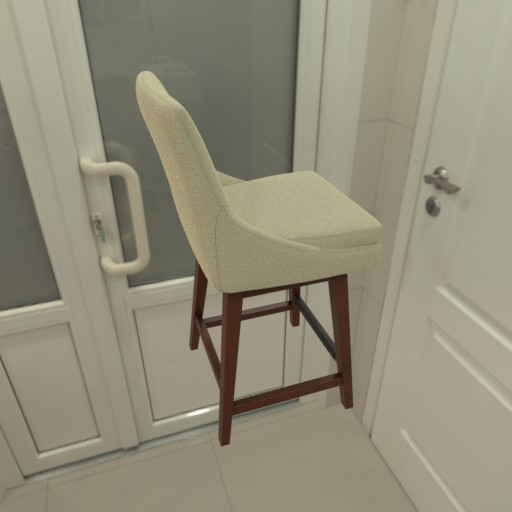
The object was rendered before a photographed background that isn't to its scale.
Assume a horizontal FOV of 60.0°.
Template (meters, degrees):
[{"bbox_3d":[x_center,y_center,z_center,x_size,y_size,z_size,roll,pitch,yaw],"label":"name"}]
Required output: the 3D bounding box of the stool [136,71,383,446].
[{"bbox_3d":[0.000,0.000,1.309,0.559,0.991,0.469,-10,32,-16],"label":"stool"}]
